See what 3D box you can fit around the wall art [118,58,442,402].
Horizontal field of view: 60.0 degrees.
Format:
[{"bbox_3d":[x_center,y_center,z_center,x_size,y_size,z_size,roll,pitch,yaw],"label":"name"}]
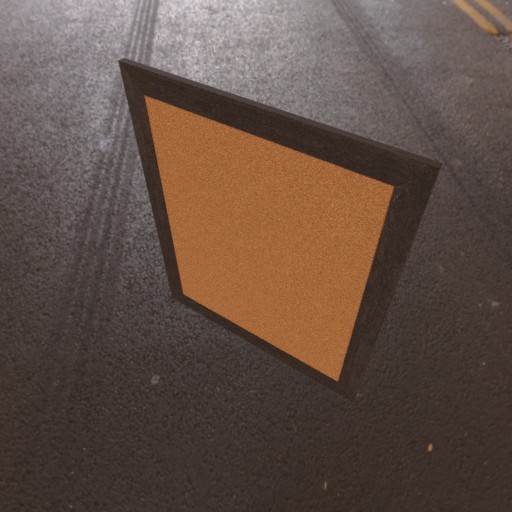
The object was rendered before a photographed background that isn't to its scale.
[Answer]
[{"bbox_3d":[0.000,0.000,0.772,0.476,0.570,0.013,26,52,22],"label":"wall art"}]
